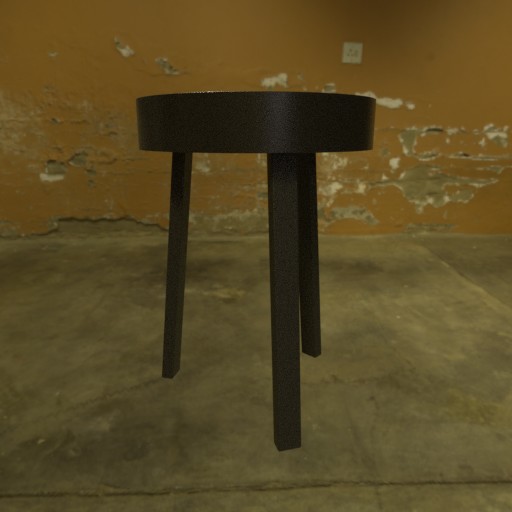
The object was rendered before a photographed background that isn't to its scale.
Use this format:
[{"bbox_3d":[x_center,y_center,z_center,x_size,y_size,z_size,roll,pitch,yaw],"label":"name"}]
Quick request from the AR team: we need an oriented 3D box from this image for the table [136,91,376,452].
[{"bbox_3d":[0.000,0.000,0.848,0.406,0.559,0.406,0,16,0],"label":"table"}]
